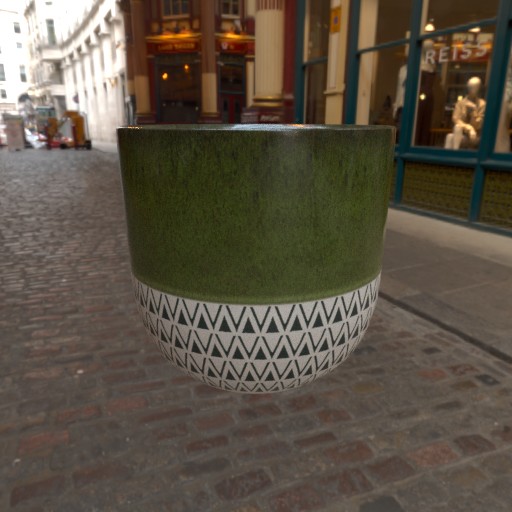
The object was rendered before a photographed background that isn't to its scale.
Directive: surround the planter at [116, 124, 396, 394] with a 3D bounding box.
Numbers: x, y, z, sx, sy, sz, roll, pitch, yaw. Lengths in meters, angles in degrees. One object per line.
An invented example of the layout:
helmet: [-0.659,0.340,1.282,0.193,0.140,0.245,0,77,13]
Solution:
planter: [0.000,0.000,0.478,0.266,0.270,0.266,0,17,0]
